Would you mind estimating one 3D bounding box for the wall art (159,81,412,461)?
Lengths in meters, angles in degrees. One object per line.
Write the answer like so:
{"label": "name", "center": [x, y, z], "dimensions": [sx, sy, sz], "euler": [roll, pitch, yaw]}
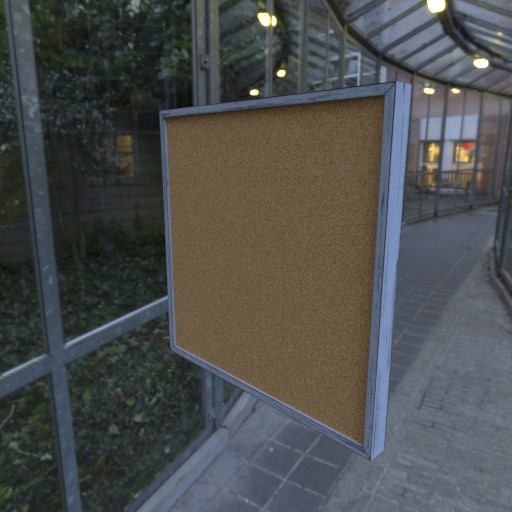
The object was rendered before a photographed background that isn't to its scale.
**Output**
{"label": "wall art", "center": [0.000, 0.000, 0.759], "dimensions": [0.038, 0.506, 0.506], "euler": [-12, 18, -43]}
